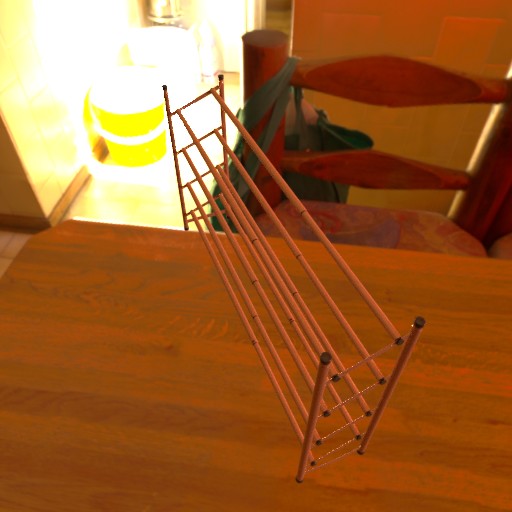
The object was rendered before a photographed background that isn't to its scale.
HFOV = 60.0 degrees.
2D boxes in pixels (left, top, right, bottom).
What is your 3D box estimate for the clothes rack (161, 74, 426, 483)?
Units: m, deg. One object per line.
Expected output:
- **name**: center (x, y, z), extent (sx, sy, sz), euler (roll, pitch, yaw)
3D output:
- **clothes rack**: center (0.000, 0.000, 1.426), extent (0.229, 0.672, 1.168), euler (-17, 49, -15)
